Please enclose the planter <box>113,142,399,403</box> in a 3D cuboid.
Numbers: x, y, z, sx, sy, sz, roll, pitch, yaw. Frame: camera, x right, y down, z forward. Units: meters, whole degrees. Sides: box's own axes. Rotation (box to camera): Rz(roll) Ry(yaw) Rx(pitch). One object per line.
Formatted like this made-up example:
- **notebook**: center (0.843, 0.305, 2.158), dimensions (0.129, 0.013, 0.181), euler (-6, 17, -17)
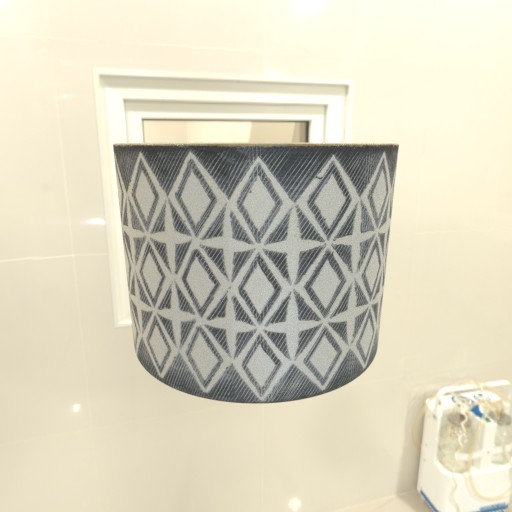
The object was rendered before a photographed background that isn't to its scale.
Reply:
- **planter**: center (0.000, 0.000, 0.333), dimensions (0.192, 0.165, 0.192), euler (0, 14, 0)
